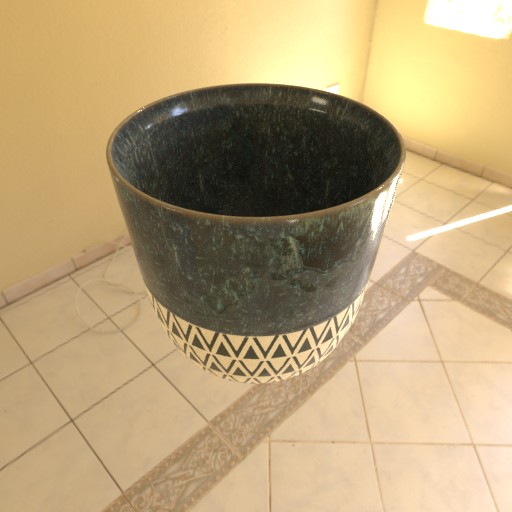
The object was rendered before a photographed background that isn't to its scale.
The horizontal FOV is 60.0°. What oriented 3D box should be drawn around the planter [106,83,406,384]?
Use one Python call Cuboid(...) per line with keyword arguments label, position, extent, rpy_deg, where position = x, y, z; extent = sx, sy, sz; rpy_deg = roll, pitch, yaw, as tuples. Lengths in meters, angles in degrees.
Cuboid(label="planter", position=(0.000, 0.000, 0.365), extent=(0.195, 0.214, 0.195), rpy_deg=(0, 41, 0))
